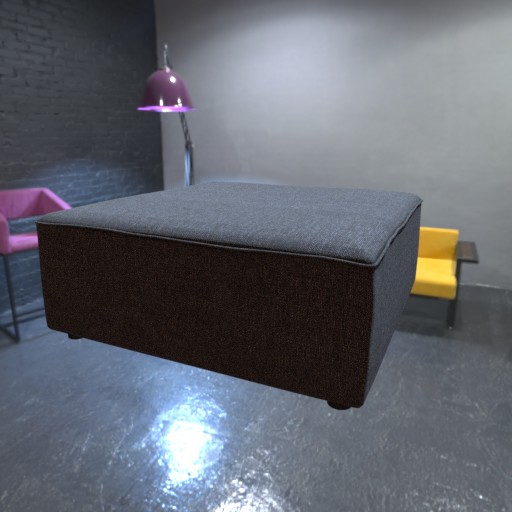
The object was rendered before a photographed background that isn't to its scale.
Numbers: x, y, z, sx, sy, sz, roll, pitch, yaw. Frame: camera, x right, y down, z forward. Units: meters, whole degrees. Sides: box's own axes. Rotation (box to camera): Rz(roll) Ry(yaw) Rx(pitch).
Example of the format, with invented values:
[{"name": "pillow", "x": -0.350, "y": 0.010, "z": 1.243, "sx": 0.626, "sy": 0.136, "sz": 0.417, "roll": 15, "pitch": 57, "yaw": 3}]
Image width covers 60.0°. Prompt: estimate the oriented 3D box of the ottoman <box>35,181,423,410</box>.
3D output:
[{"name": "ottoman", "x": 0.000, "y": 0.000, "z": 1.578, "sx": 1.023, "sy": 0.423, "sz": 1.017, "roll": 7, "pitch": 17, "yaw": 25}]
